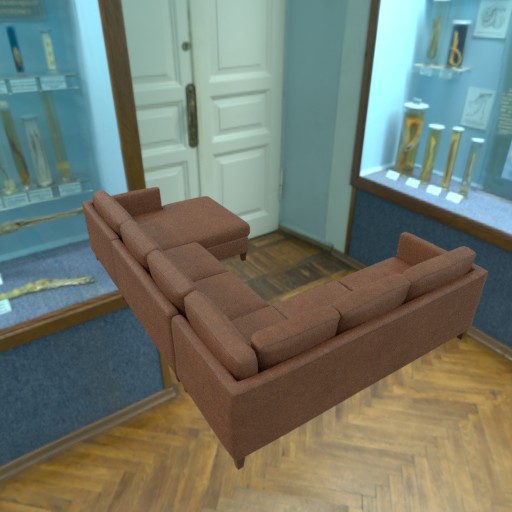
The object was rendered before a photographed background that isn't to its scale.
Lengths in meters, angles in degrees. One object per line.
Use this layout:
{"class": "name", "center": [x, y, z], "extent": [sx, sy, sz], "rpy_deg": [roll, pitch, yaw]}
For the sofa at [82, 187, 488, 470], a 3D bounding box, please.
{"class": "sofa", "center": [0.000, 0.000, 4.566], "extent": [2.593, 0.923, 3.460], "rpy_deg": [-18, 35, -28]}
